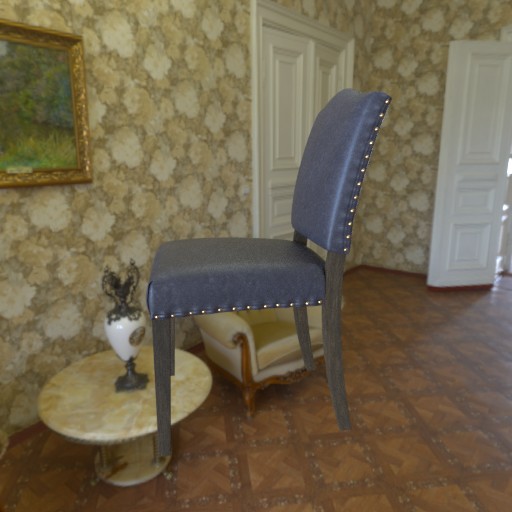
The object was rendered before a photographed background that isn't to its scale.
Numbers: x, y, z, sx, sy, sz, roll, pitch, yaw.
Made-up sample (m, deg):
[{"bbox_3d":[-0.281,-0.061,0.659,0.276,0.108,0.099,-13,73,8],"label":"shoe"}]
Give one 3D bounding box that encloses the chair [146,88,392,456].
[{"bbox_3d":[0.000,0.000,1.375,0.633,0.991,0.500,-2,13,-9],"label":"chair"}]
